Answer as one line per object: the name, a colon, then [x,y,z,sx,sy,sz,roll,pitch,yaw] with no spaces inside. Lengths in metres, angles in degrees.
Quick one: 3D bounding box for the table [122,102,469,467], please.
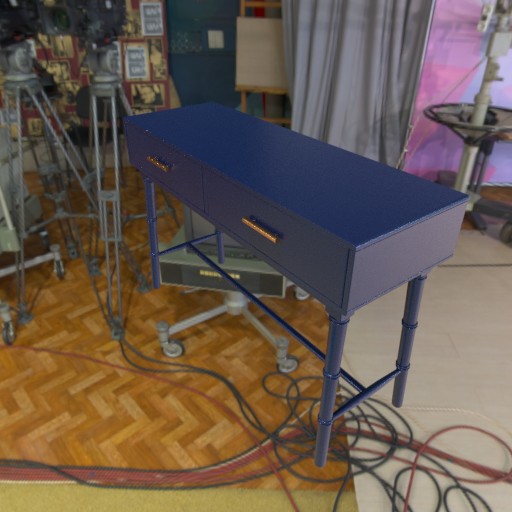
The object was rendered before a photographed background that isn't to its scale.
table: [0.000,0.000,1.499,0.399,0.749,1.118,-22,38,-30]
